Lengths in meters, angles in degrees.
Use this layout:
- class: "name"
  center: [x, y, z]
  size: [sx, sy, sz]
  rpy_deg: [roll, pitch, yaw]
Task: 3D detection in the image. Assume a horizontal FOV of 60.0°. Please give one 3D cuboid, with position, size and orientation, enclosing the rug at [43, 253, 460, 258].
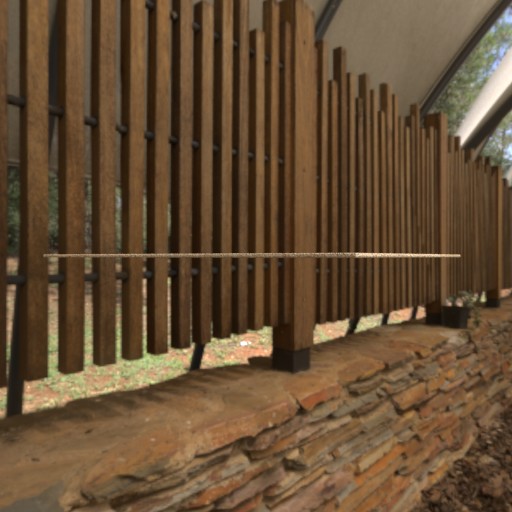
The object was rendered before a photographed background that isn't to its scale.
- class: "rug"
  center: [0.000, 0.000, 4.081]
  size: [3.000, 0.025, 2.400]
  rpy_deg: [0, 0, 36]
